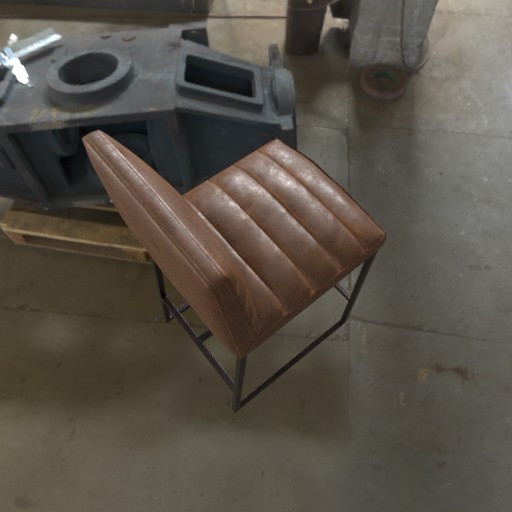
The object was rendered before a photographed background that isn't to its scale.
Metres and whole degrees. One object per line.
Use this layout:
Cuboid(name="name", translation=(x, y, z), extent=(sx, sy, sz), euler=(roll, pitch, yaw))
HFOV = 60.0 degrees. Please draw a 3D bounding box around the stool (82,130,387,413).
Cuboid(name="stool", translation=(0.000, 0.000, 1.270), extent=(0.562, 0.942, 0.463), euler=(-35, 65, -19))
